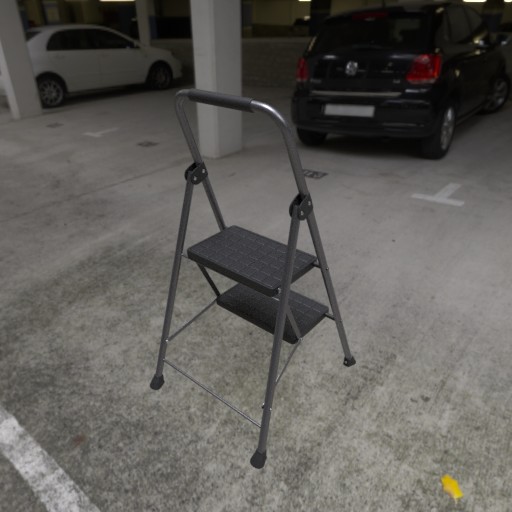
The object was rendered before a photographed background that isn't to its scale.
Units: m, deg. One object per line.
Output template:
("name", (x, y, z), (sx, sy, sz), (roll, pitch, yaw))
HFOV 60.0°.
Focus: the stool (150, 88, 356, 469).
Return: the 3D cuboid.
("stool", (0.000, 0.000, 1.200), (0.450, 0.872, 0.514), (23, 37, 33))
